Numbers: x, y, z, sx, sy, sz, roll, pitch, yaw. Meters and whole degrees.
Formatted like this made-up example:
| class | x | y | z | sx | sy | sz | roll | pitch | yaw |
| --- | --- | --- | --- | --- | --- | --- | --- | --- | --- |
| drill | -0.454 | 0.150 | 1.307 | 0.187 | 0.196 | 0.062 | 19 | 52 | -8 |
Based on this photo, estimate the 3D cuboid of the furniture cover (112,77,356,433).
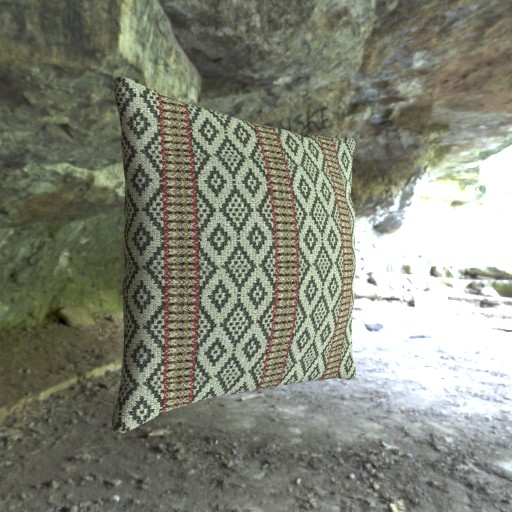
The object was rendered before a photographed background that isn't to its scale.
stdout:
| class | x | y | z | sx | sy | sz | roll | pitch | yaw |
| --- | --- | --- | --- | --- | --- | --- | --- | --- | --- |
| furniture cover | 0.000 | 0.000 | 0.778 | 0.503 | 0.506 | 0.182 | 1 | -1 | -37 |
